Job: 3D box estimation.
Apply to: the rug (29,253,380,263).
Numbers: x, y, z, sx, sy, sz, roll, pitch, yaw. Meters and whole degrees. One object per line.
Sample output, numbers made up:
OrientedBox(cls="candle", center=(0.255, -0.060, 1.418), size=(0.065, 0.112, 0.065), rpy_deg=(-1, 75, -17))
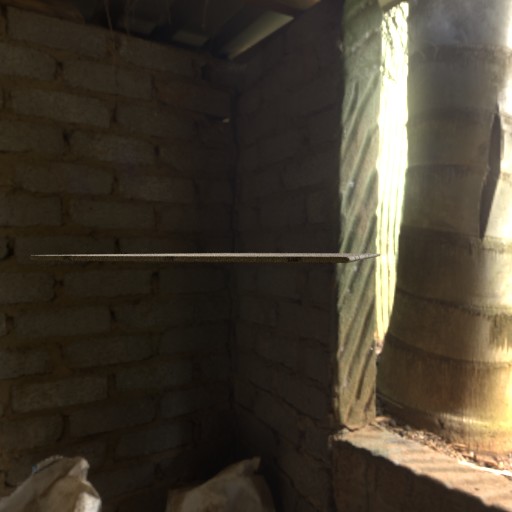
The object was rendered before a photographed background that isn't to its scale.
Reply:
OrientedBox(cls="rug", center=(0.000, 0.000, 2.967), size=(1.501, 0.024, 2.348), rpy_deg=(0, 1, 18))
